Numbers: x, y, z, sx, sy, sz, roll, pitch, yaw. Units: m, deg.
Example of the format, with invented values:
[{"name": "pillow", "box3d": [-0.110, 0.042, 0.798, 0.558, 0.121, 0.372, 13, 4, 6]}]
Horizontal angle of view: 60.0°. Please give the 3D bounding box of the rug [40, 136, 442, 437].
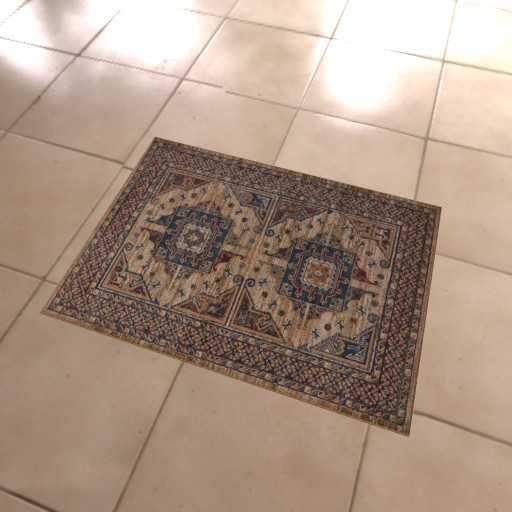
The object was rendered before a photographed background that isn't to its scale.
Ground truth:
[{"name": "rug", "box3d": [0.000, 0.000, 2.904, 2.227, 0.008, 1.611, 16, 59, 10]}]
